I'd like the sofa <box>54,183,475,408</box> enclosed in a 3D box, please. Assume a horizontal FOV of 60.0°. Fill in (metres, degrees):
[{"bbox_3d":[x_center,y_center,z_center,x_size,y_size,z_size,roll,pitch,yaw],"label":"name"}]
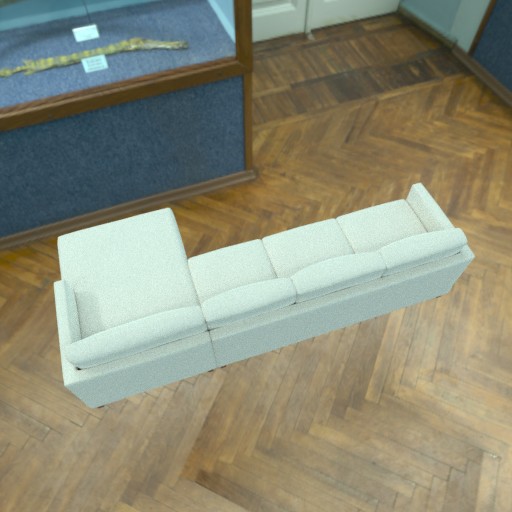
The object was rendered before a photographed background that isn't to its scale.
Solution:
[{"bbox_3d":[0.000,0.000,4.114,3.471,0.954,1.606,-16,58,-10],"label":"sofa"}]
